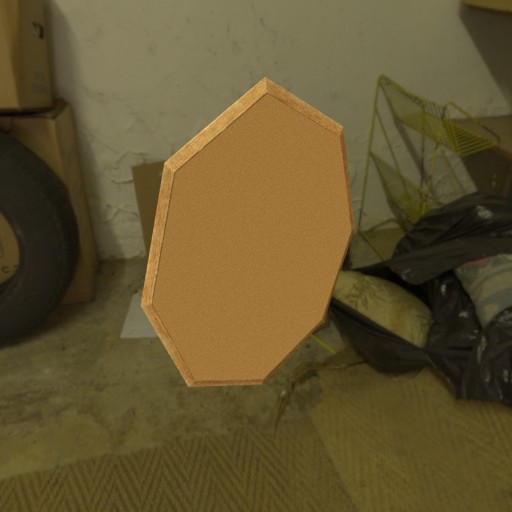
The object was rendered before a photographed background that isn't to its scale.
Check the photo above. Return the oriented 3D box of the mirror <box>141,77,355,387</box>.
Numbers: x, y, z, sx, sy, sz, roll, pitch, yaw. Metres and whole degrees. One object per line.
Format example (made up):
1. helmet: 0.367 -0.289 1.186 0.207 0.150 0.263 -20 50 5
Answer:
1. mirror: 0.000 0.000 1.013 0.577 0.774 0.070 -20 36 -29
